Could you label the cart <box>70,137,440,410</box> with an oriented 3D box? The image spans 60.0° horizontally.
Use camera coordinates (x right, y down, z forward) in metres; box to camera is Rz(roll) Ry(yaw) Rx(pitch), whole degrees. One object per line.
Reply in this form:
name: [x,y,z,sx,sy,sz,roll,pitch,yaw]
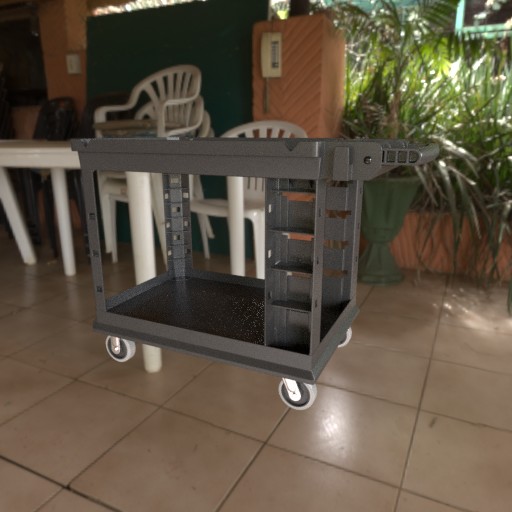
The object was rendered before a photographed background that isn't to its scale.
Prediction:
cart: [0.000,0.000,1.730,1.239,0.884,0.674,7,17,24]
